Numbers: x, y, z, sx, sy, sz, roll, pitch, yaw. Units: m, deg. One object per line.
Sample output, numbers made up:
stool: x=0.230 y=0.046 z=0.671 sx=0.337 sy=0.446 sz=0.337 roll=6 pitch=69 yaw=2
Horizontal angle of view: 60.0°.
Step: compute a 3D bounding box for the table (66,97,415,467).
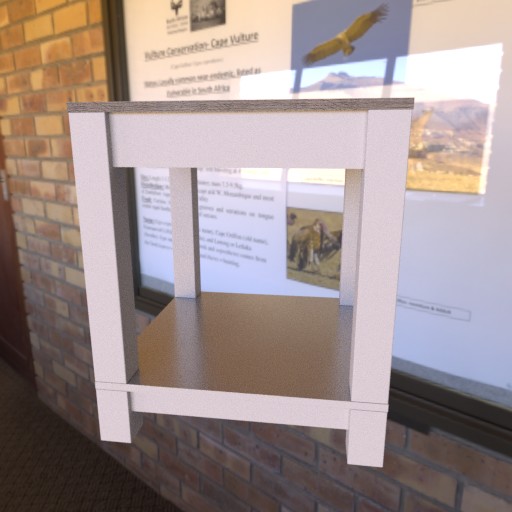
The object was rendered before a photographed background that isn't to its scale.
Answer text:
table: x=0.000 y=0.000 z=0.947 sx=0.504 sy=0.587 sz=0.506 roll=2 pitch=14 yaw=8
